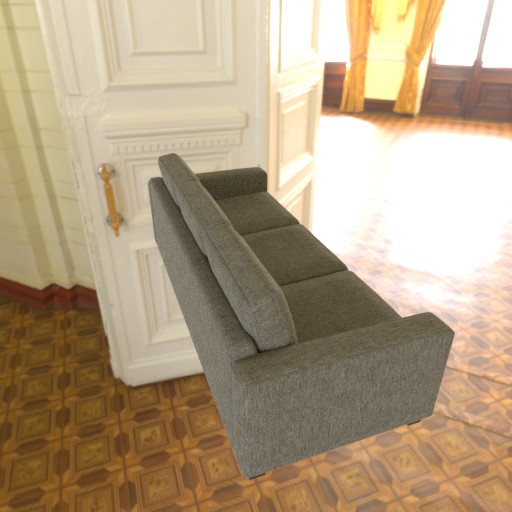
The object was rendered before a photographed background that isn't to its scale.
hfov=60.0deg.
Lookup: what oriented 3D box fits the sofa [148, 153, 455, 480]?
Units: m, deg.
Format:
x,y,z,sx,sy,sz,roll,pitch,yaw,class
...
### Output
x,y,z,sx,sy,sz,roll,pitch,yaw,class
0.000,0.000,2.546,0.900,0.800,2.160,-10,31,-18,sofa
